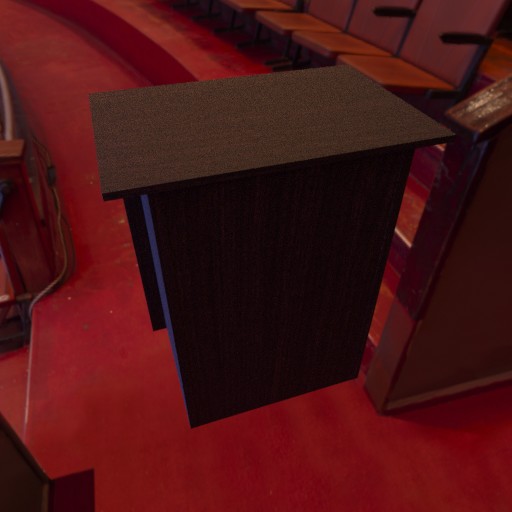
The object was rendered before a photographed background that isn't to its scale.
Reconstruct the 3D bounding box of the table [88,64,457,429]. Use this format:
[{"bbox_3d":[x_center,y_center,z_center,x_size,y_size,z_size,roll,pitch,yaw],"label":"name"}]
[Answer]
[{"bbox_3d":[0.000,0.000,1.065,0.591,0.711,0.406,-12,42,-14],"label":"table"}]
